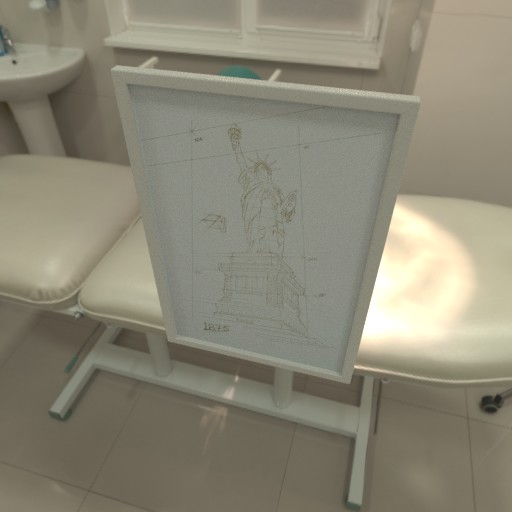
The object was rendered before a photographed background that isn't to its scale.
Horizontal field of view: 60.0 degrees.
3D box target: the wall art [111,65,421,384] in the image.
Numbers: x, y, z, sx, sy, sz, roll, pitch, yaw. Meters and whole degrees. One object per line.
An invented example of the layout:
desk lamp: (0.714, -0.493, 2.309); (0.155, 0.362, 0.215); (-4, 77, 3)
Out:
wall art: (0.000, 0.000, 1.518); (0.808, 1.183, 0.038); (11, 43, 12)
